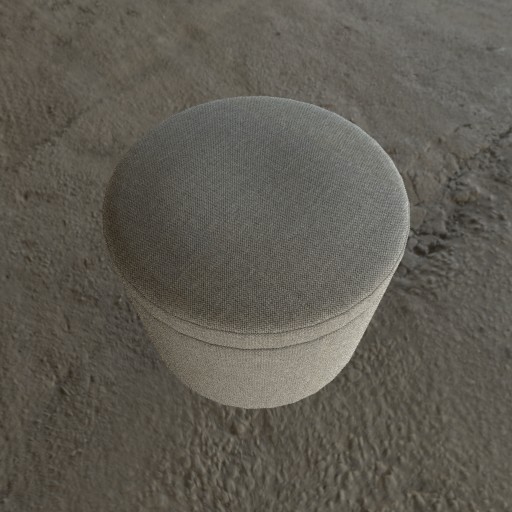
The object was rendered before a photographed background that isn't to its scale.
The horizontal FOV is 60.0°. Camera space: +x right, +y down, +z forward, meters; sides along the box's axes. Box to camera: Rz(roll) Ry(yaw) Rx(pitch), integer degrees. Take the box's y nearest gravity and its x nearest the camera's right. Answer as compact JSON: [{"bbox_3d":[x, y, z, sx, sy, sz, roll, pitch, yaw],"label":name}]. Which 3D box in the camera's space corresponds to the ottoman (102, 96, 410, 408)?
[{"bbox_3d":[0.000,0.000,0.879,0.500,0.419,0.500,0,57,0],"label":"ottoman"}]
